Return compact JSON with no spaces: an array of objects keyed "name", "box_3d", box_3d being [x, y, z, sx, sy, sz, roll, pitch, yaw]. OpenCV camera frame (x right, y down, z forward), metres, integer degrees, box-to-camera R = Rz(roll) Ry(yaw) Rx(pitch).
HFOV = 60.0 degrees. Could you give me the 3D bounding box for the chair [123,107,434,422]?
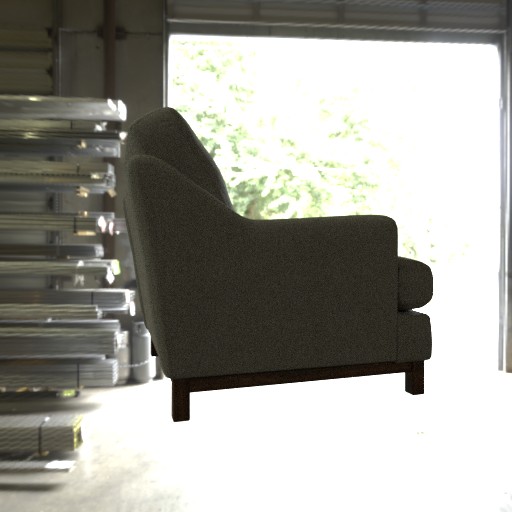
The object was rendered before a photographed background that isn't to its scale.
[{"name":"chair","box_3d":[0.000,0.000,1.563,0.892,0.821,0.826,0,0,-17]}]
